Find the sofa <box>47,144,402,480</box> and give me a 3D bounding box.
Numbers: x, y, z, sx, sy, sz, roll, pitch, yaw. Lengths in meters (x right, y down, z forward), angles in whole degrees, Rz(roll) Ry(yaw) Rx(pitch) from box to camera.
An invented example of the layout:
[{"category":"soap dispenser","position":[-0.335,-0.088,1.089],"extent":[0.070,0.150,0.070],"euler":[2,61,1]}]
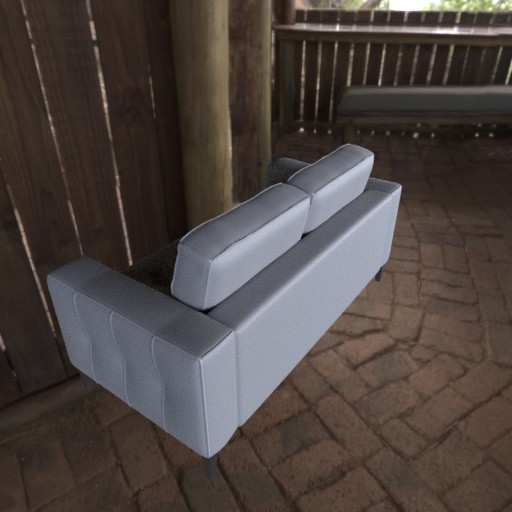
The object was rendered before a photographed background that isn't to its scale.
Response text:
[{"category":"sofa","position":[0.000,0.000,2.194],"extent":[0.833,0.892,1.726],"euler":[21,37,30]}]
